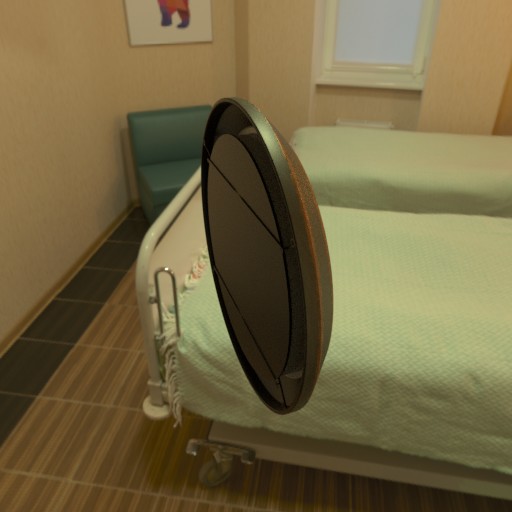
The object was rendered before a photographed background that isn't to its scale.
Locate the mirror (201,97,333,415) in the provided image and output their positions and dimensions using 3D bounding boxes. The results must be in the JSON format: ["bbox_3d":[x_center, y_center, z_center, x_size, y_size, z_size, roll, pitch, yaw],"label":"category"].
[{"bbox_3d":[0.000,0.000,1.335,0.111,0.907,0.907,-11,33,-17],"label":"mirror"}]
